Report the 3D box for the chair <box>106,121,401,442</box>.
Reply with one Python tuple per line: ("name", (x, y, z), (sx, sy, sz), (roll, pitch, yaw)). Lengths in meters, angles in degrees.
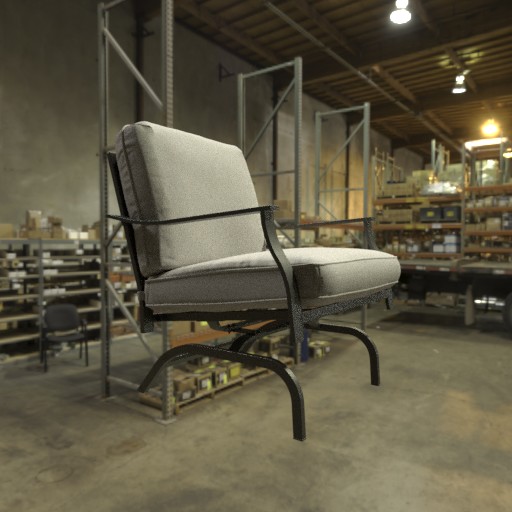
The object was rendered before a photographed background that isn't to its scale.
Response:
("chair", (0.000, 0.000, 1.443), (0.787, 0.860, 0.650), (1, 2, 36))
